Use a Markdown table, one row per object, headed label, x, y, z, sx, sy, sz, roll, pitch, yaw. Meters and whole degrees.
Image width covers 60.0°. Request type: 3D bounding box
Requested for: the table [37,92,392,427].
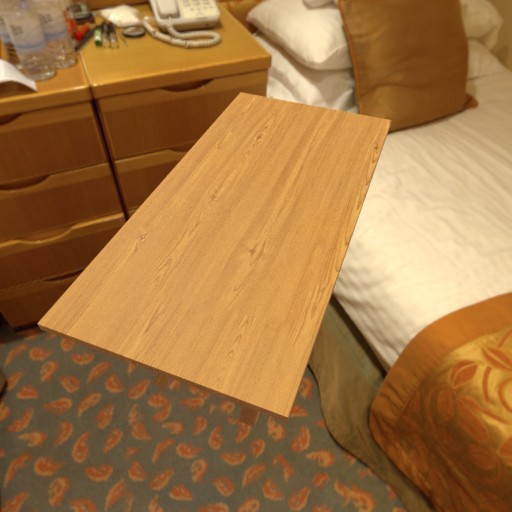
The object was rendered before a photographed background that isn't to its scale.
| label | x | y | z | sx | sy | sz | roll | pitch | yaw |
| --- | --- | --- | --- | --- | --- | --- | --- | --- | --- |
| table | 0.000 | 0.000 | 2.245 | 0.901 | 0.750 | 1.797 | 16 | 49 | 14 |
